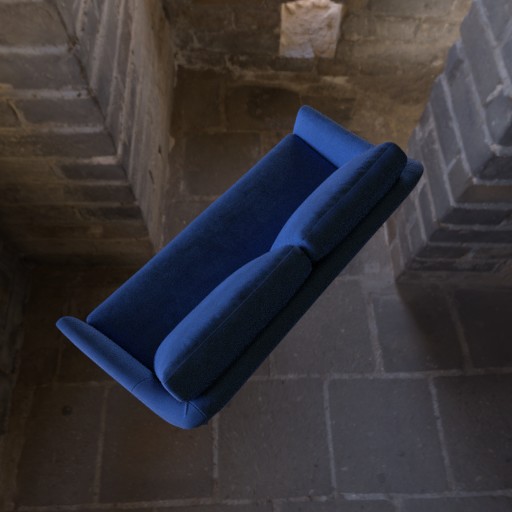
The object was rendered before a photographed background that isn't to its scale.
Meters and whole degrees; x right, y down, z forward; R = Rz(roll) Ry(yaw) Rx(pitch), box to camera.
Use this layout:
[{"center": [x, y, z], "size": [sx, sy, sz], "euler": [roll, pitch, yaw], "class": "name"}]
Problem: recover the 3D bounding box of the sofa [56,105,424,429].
[{"center": [0.000, 0.000, 2.571], "size": [0.960, 0.903, 2.036], "euler": [38, 69, 17], "class": "sofa"}]
